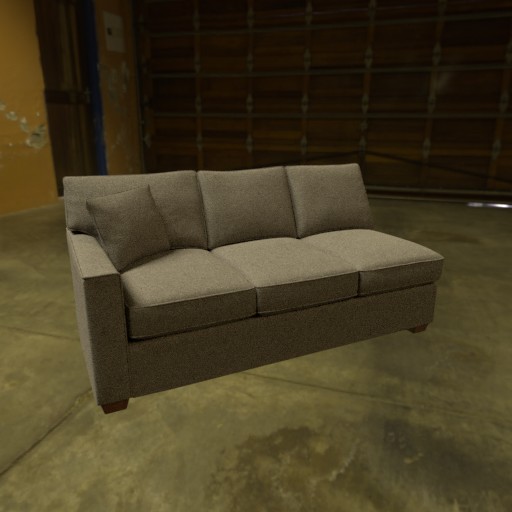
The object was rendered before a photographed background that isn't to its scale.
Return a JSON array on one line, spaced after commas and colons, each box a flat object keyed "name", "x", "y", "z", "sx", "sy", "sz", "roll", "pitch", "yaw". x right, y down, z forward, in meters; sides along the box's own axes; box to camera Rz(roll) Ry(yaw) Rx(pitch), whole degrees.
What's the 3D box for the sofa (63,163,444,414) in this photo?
[{"name": "sofa", "x": 0.000, "y": 0.000, "z": 2.569, "sx": 1.963, "sy": 0.946, "sz": 1.034, "roll": -8, "pitch": 18, "yaw": -25}]
